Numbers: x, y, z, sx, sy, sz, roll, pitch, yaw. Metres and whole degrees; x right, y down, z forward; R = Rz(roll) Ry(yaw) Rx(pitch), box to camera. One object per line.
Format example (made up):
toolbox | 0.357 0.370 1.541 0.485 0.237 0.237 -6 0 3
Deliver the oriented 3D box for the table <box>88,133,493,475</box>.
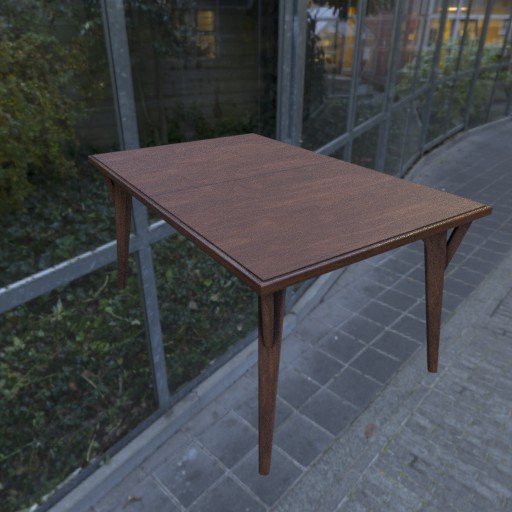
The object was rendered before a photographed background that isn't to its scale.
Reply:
table | 0.000 0.000 2.048 0.990 0.761 1.524 -17 31 -30
